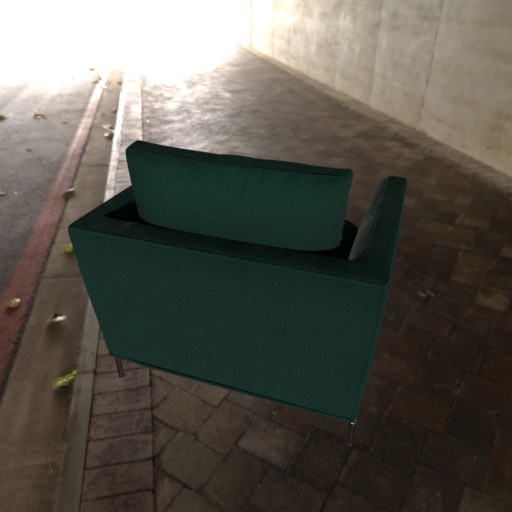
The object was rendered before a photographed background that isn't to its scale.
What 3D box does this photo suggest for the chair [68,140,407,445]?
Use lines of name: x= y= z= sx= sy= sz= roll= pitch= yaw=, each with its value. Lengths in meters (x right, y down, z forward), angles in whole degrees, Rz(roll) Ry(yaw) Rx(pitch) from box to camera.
chair: x=0.000 y=0.000 z=1.779 sx=1.047 sy=0.997 sz=0.852 roll=10 pitch=32 yaw=17
